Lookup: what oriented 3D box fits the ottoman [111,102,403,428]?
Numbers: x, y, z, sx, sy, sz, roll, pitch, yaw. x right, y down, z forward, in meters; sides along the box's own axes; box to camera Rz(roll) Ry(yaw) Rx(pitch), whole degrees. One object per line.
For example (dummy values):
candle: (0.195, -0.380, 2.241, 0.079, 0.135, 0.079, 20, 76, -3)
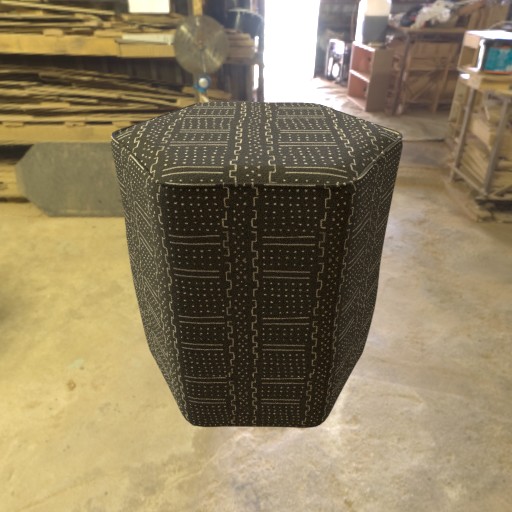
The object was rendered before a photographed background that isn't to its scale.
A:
ottoman: (0.000, 0.000, 0.866, 0.494, 0.502, 0.443, 0, 32, 1)
